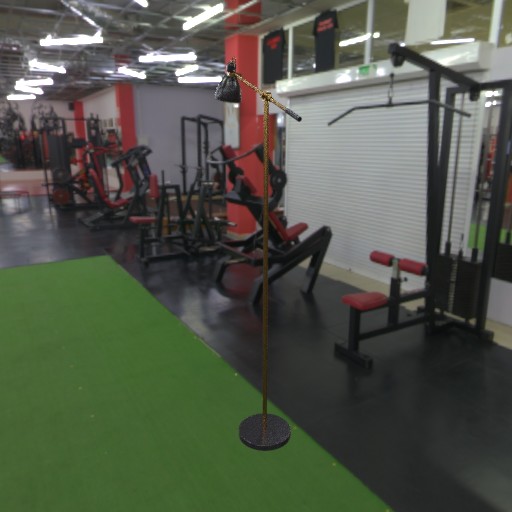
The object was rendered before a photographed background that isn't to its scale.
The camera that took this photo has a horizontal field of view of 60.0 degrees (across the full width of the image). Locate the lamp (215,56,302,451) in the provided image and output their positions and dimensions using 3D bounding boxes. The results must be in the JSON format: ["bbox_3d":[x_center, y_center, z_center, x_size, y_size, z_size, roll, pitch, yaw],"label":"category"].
[{"bbox_3d":[0.000,0.000,1.883,0.235,1.628,0.618,-8,16,-28],"label":"lamp"}]
